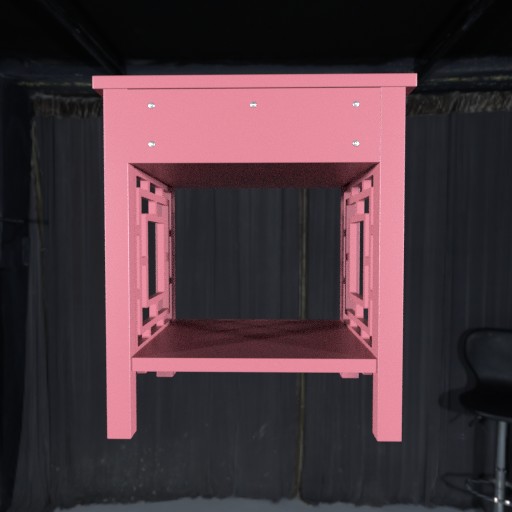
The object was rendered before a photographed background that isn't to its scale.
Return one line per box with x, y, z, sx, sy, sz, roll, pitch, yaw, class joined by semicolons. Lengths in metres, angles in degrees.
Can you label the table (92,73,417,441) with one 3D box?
0.000;0.000;1.054;0.599;0.686;0.451;0;2;1;table
